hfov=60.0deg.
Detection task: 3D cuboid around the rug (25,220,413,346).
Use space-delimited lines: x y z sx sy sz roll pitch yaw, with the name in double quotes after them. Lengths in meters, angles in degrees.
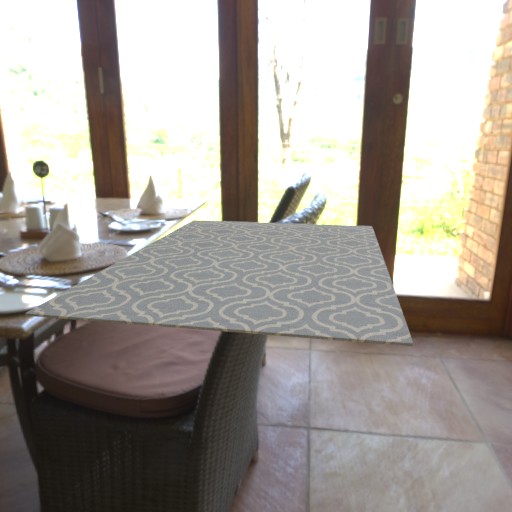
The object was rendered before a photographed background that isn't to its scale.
0.000 0.000 2.586 1.451 0.010 2.080 3 15 10 "rug"
